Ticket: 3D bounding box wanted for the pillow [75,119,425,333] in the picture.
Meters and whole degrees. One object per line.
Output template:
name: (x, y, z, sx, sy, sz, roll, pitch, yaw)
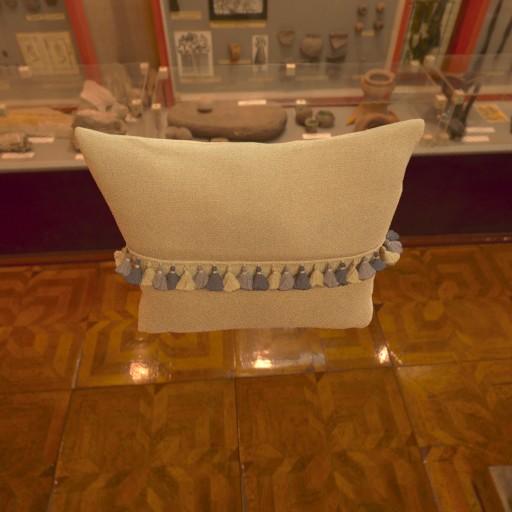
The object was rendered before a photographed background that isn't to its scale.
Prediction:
pillow: (0.000, 0.000, 0.749, 0.489, 0.481, 0.165, -2, 47, -2)
